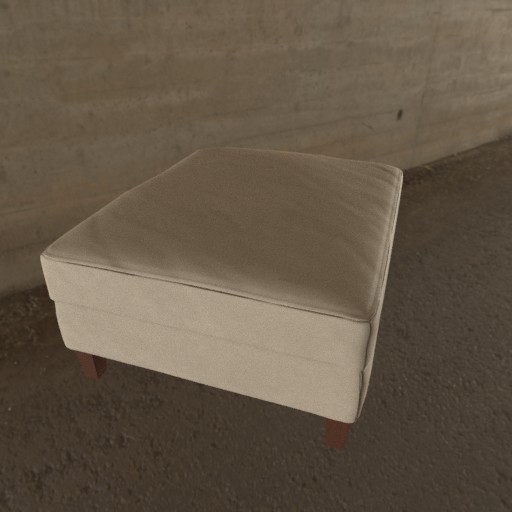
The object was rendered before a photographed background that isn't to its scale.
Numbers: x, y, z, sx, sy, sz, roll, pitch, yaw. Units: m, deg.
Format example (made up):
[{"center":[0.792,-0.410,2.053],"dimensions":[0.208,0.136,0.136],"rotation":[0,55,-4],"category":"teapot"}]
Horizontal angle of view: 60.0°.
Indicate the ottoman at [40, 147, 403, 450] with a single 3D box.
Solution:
[{"center":[0.000,0.000,1.460],"dimensions":[0.836,0.492,1.002],"rotation":[10,31,16],"category":"ottoman"}]
